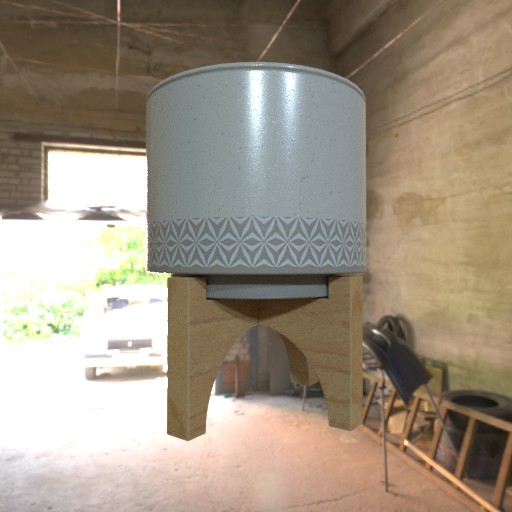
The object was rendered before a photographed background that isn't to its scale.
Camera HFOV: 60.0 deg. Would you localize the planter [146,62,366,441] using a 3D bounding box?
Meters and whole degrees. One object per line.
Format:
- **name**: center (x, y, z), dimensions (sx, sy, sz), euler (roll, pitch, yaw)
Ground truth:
- **planter**: center (0.000, 0.000, 0.268), dimensions (0.130, 0.178, 0.130), euler (0, -1, 0)
